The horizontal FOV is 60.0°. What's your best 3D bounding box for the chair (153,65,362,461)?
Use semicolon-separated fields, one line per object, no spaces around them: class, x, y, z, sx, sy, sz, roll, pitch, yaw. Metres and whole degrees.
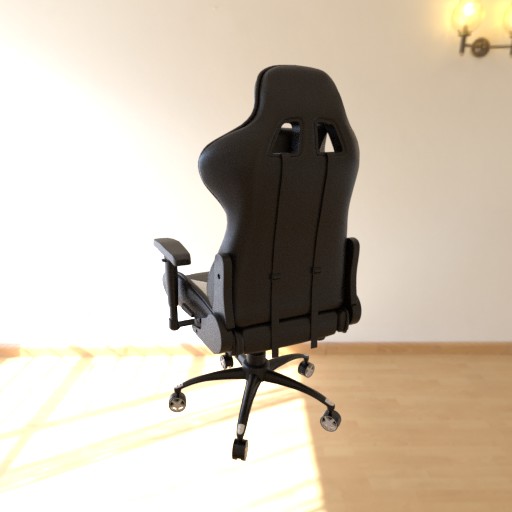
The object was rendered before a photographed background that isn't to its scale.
chair;0.000;0.000;1.689;0.730;1.285;0.695;-7;17;-25
